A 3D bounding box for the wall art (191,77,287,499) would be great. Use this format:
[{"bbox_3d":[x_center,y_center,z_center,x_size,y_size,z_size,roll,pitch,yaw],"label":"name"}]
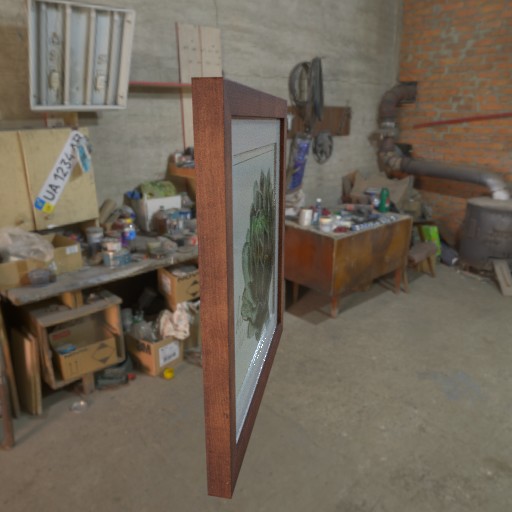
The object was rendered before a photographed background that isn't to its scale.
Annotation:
[{"bbox_3d":[0.000,0.000,0.825,0.037,0.572,0.554,3,17,11],"label":"wall art"}]
